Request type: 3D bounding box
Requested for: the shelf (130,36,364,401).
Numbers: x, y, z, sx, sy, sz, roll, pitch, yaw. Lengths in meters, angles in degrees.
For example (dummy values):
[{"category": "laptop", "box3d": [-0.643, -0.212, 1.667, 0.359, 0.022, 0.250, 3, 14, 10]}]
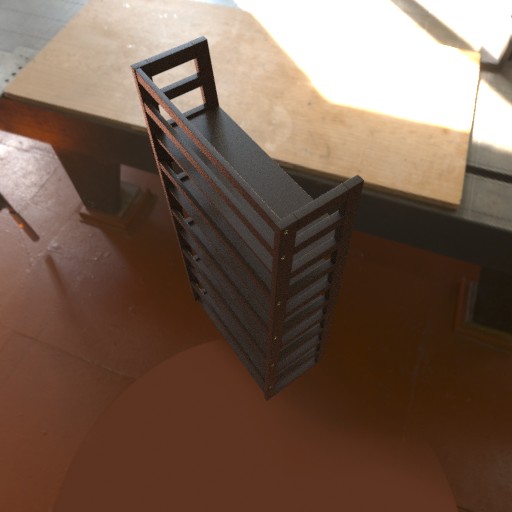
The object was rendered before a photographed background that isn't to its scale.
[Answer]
[{"category": "shelf", "box3d": [0.000, 0.000, 1.936, 0.403, 1.600, 0.763, -31, 63, -18]}]
